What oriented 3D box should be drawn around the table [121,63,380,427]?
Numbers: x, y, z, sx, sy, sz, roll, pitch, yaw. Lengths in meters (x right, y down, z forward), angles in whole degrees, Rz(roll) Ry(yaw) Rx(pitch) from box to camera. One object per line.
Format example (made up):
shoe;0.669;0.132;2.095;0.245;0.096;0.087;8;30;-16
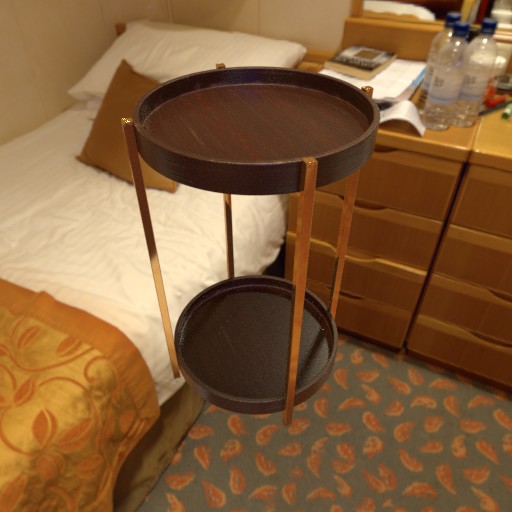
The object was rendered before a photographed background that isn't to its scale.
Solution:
table;0.000;0.000;0.868;0.400;0.610;0.400;-13;42;-15
